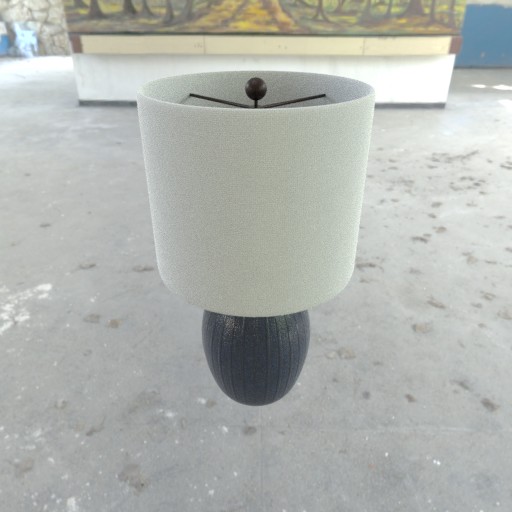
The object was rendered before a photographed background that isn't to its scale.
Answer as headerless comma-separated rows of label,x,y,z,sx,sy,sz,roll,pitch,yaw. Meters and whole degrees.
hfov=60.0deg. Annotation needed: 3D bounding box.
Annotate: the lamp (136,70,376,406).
lamp,0.000,0.000,0.756,0.329,0.570,0.329,1,30,1
